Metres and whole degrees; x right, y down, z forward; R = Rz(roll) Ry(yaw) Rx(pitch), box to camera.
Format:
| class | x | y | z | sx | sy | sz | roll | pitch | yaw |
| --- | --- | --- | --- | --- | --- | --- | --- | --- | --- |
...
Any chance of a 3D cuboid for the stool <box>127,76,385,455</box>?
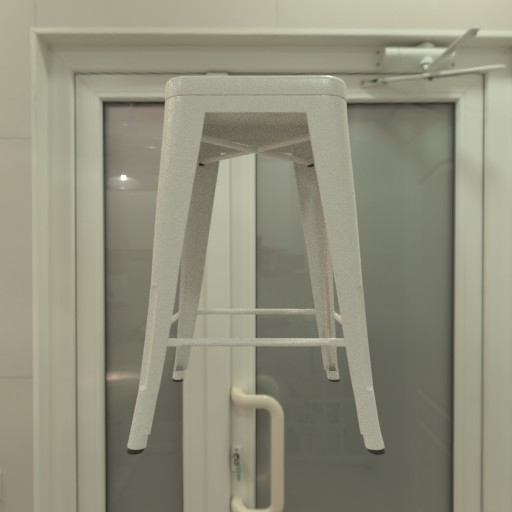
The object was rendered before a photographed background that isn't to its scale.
| class | x | y | z | sx | sy | sz | roll | pitch | yaw |
| --- | --- | --- | --- | --- | --- | --- | --- | --- | --- |
| stool | 0.000 | 0.000 | 0.884 | 0.406 | 0.610 | 0.406 | 0 | 1 | 0 |
